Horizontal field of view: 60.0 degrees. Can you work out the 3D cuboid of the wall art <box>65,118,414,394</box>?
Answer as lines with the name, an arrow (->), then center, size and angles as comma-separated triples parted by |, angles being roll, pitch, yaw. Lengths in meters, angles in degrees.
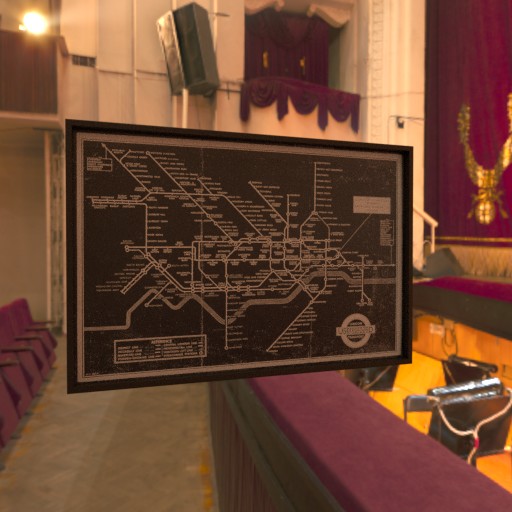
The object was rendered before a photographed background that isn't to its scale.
wall art -> 0.000, 0.000, 0.853 | 0.671, 0.456, 0.051 | 0, 1, -17
